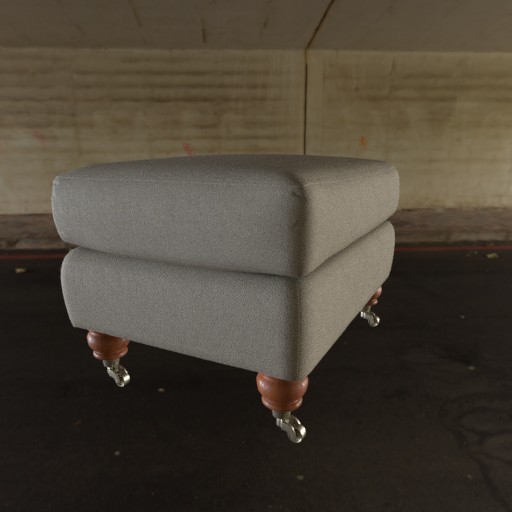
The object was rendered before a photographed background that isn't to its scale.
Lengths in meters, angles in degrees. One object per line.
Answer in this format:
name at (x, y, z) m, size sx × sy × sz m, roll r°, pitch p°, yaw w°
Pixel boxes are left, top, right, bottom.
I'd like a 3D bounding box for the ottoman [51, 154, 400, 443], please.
ottoman at (0.000, 0.000, 1.125) m, size 0.569 × 0.504 × 0.773 m, roll 7°, pitch 15°, yaw 27°
